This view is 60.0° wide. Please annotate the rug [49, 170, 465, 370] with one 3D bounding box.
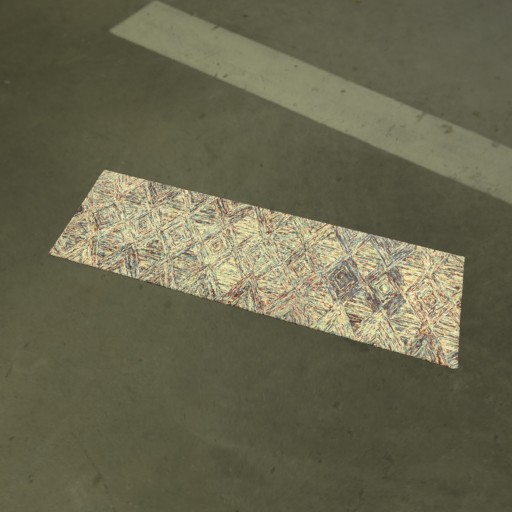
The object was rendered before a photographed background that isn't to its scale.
[{"bbox_3d":[0.000,0.000,2.541,2.292,0.015,0.688,15,59,9],"label":"rug"}]
